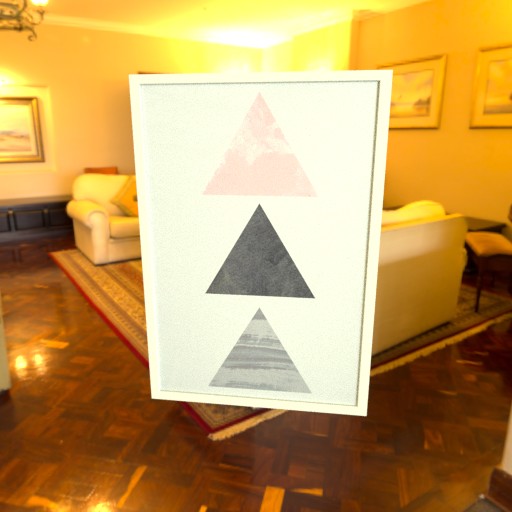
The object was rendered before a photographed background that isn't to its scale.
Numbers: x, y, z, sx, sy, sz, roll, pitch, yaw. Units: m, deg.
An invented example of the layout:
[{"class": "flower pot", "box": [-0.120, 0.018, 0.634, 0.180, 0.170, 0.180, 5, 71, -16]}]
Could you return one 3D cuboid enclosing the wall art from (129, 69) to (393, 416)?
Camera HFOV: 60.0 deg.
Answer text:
[{"class": "wall art", "box": [0.000, 0.000, 0.852, 0.456, 0.656, 0.013, 2, 16, 8]}]
